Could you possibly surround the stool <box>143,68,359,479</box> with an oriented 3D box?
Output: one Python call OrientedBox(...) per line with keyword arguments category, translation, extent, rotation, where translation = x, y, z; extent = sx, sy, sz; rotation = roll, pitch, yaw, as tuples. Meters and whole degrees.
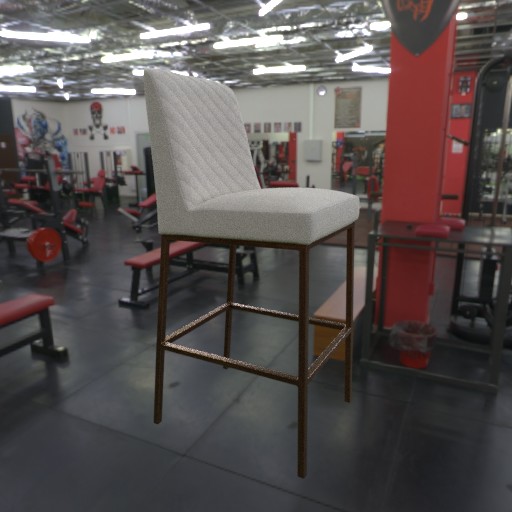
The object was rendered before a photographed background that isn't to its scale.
OrientedBox(category="stool", translation=(0.000, 0.000, 1.377), extent=(0.546, 1.084, 0.462), rotation=(7, 16, 28))
